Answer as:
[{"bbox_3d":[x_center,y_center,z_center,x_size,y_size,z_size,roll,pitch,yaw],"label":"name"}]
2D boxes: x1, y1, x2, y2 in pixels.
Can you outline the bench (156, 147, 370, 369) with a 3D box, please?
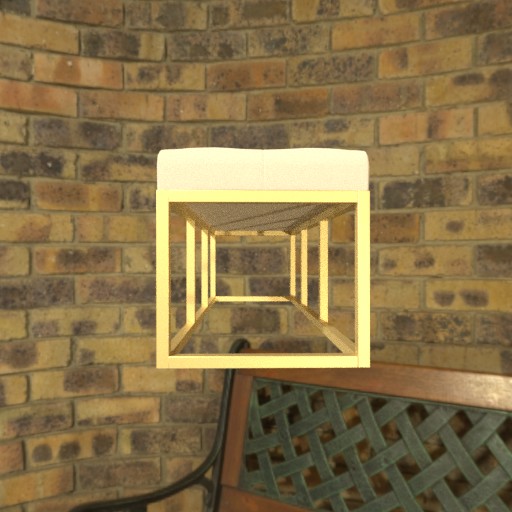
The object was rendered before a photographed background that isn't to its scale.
[{"bbox_3d":[0.000,0.000,1.680,0.457,0.484,1.473,0,0,-1],"label":"bench"}]
